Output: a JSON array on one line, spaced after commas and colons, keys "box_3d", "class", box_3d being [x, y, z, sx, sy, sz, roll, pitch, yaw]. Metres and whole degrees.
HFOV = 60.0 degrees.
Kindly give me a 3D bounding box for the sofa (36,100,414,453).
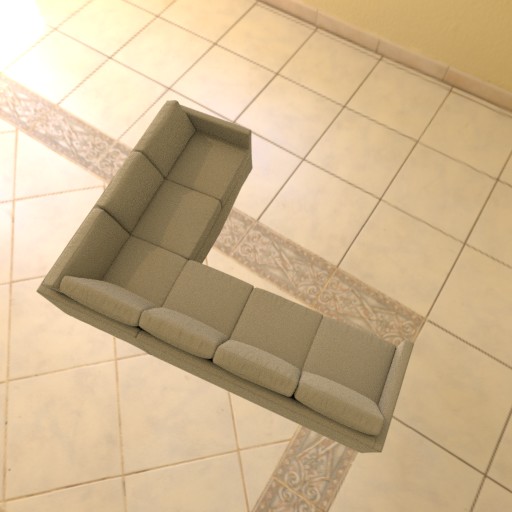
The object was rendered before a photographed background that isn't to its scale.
[{"box_3d": [0.000, 0.000, 4.298, 3.182, 0.871, 2.432, 22, 67, 10], "class": "sofa"}]
